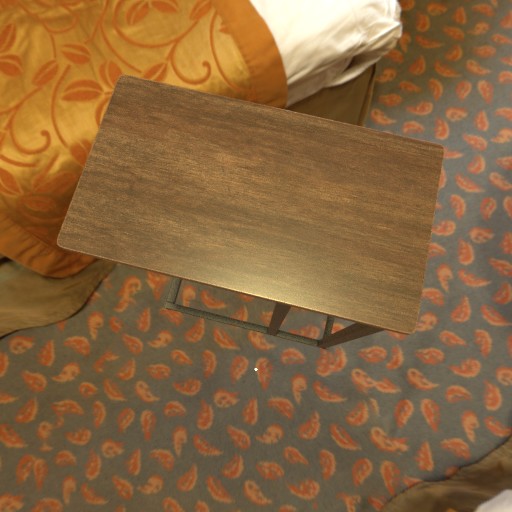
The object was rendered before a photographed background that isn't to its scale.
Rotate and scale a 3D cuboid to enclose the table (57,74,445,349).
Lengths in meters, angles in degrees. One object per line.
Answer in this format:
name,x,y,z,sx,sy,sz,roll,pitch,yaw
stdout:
table,0.000,0.000,0.873,0.450,0.637,0.254,14,76,3
